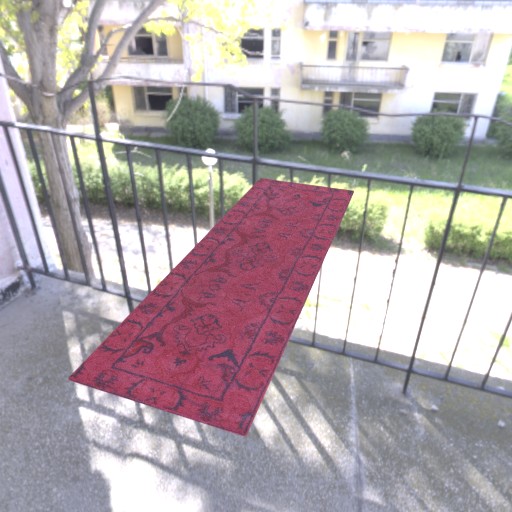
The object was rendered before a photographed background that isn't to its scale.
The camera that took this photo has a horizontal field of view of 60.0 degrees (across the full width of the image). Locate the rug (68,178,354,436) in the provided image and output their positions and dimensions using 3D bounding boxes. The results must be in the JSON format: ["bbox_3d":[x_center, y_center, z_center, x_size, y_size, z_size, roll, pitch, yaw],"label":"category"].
[{"bbox_3d":[0.000,0.000,2.740,0.813,0.018,2.439,11,33,17],"label":"rug"}]
